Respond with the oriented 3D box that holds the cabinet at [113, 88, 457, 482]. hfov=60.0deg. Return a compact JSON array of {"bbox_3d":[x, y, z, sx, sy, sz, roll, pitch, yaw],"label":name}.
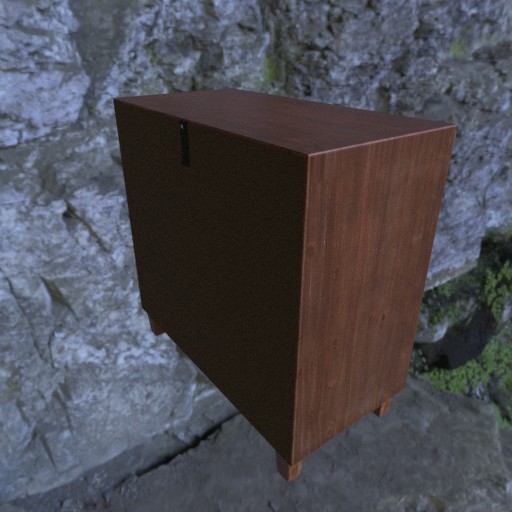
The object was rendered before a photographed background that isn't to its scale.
[{"bbox_3d":[0.000,0.000,1.233,0.412,0.785,0.796,-19,32,-32],"label":"cabinet"}]
